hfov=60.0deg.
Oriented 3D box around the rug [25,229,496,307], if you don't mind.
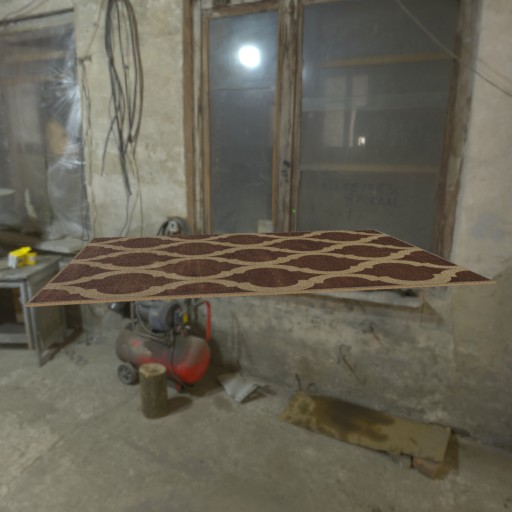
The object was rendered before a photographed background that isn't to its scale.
[{"bbox_3d":[0.000,0.000,2.838,2.290,0.014,1.526,-2,14,-9],"label":"rug"}]
